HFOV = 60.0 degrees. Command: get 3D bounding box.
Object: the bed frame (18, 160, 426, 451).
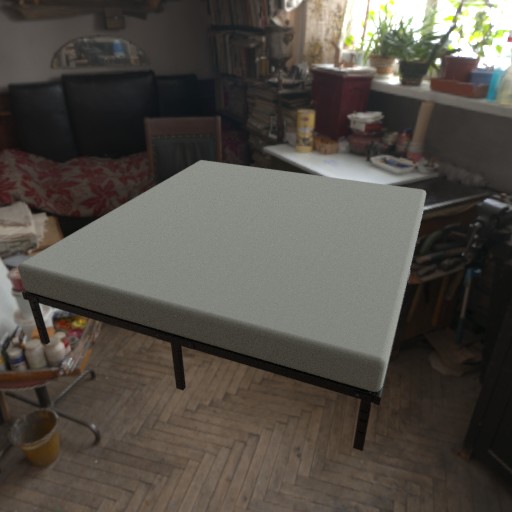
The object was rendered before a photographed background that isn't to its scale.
[{"bbox_3d":[0.000,0.000,3.835,2.526,0.680,2.635,12,31,20],"label":"bed frame"}]
